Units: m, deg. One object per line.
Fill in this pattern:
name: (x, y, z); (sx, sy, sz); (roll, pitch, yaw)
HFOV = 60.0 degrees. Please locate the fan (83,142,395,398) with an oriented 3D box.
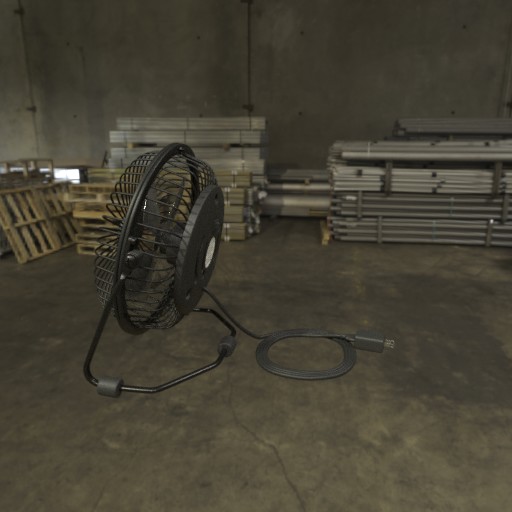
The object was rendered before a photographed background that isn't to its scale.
fan: (0.000, 0.000, 0.306); (0.202, 0.152, 0.153); (3, 15, 10)
